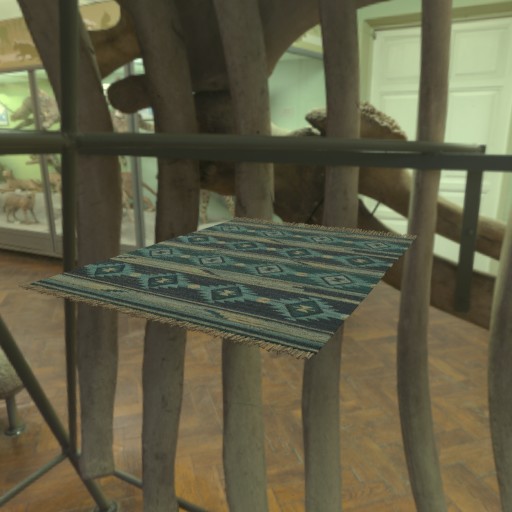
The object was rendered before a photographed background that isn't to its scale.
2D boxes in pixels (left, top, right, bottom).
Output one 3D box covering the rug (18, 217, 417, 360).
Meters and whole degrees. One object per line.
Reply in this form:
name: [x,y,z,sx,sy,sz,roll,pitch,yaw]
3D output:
rug: [0.000,0.000,4.242,2.418,0.047,3.307,8,18,28]
